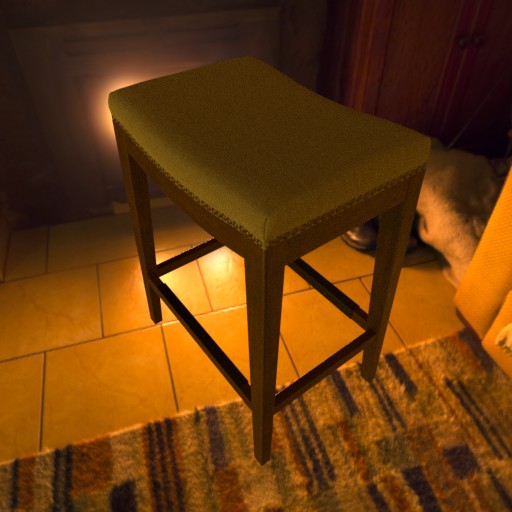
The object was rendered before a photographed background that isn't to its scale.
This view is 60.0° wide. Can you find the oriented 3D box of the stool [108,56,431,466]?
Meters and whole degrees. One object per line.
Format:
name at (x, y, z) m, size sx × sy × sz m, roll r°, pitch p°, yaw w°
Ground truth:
stool at (0.000, 0.000, 0.952) m, size 0.356 × 0.660 × 0.508 m, roll -27°, pitch 49°, yaw -27°
